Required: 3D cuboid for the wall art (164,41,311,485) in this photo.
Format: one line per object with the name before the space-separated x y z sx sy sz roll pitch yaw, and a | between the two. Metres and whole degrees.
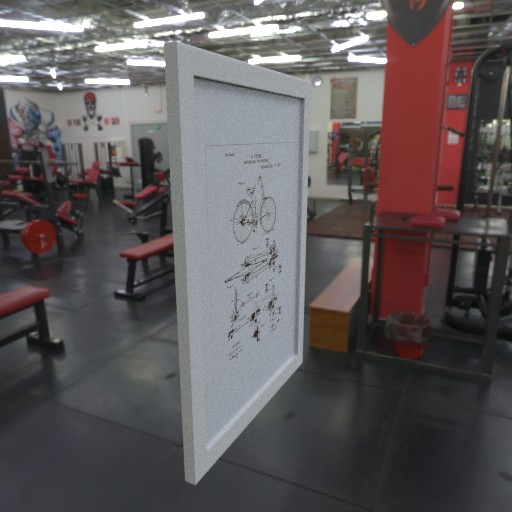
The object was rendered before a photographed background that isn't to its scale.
wall art | 0.000 0.000 0.603 0.015 0.477 0.332 8 17 27
